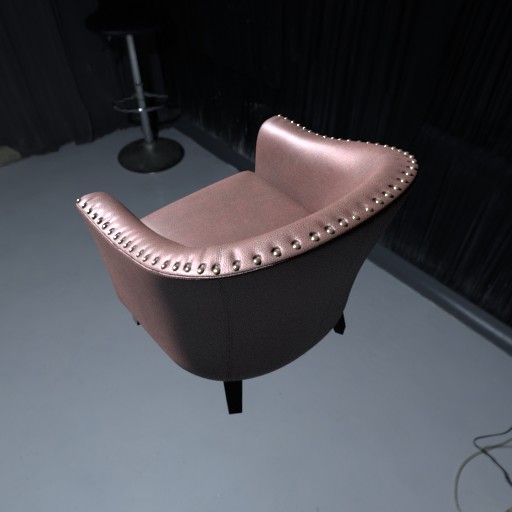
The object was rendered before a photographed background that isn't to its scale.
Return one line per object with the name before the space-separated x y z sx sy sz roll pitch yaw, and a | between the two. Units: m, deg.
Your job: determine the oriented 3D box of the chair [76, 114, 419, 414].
chair | 0.000 0.000 1.409 0.794 0.823 0.748 -31 53 -26
